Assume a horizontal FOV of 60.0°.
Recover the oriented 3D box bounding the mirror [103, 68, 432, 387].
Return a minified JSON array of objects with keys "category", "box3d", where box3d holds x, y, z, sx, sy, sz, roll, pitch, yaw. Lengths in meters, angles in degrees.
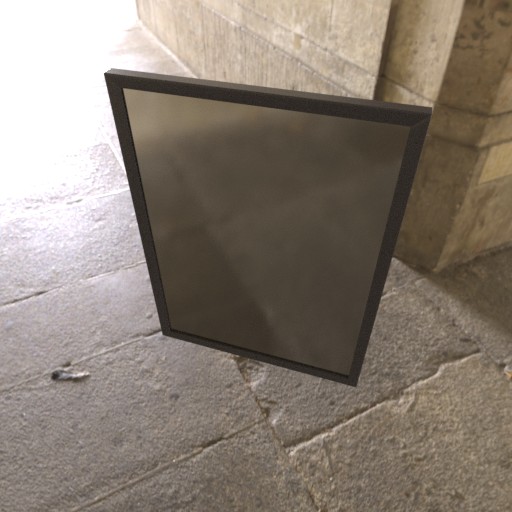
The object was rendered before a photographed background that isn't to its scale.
[{"category":"mirror","box3d":[0.000,0.000,1.338,0.762,1.016,0.040,12,43,13]}]
